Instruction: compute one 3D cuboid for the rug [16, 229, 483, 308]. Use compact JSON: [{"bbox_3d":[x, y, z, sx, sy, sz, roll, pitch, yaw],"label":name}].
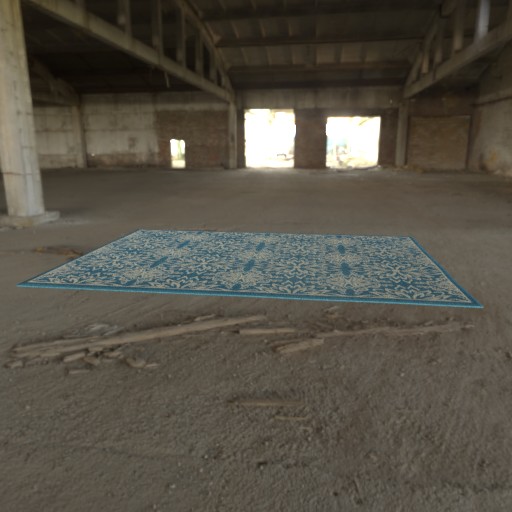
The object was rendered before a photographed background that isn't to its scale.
[{"bbox_3d":[0.000,0.000,2.810,2.205,0.012,1.554,2,14,8],"label":"rug"}]
